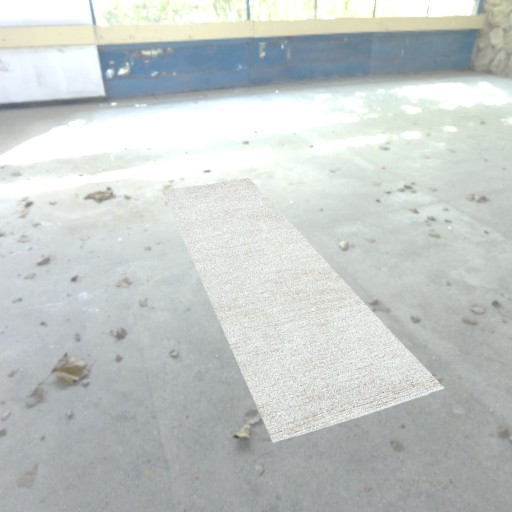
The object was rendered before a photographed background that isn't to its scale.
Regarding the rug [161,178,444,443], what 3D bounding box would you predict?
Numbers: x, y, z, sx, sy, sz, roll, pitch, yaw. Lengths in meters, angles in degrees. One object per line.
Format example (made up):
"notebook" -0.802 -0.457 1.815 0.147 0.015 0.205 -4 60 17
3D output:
"rug" 0.000 0.000 2.544 0.712 0.013 2.346 -10 33 -17
